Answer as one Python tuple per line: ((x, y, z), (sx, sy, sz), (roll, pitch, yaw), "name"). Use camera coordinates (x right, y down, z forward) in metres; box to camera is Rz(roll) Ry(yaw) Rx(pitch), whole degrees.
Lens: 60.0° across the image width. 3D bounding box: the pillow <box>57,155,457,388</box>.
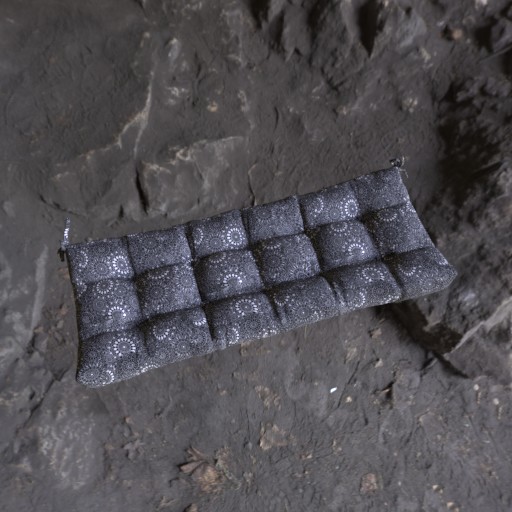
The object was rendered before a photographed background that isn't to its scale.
((0.000, 0.000, 1.371), (1.194, 0.174, 0.511), (-14, 64, -7), "pillow")
